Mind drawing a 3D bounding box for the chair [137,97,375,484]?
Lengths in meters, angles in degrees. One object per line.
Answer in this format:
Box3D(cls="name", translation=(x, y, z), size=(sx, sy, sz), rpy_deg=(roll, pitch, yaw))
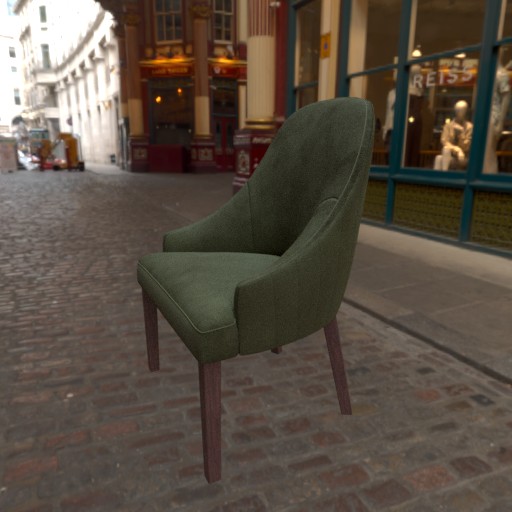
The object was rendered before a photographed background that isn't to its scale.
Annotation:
Box3D(cls="chair", translation=(0.000, 0.000, 1.289), size=(0.575, 0.889, 0.643), rpy_deg=(-7, 16, -25))
